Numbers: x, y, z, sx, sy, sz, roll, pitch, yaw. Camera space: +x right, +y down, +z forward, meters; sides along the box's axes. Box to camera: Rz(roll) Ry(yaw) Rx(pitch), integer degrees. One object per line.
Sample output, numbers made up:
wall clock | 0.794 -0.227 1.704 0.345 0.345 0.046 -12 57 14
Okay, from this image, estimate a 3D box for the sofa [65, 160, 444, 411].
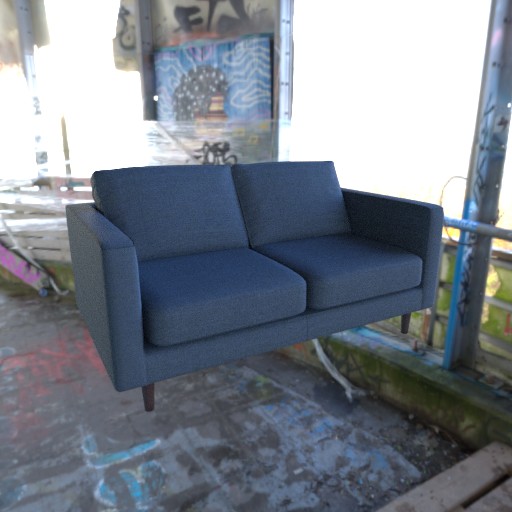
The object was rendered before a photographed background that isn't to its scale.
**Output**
sofa | 0.000 0.000 2.279 1.659 0.907 0.999 -9 18 -28
